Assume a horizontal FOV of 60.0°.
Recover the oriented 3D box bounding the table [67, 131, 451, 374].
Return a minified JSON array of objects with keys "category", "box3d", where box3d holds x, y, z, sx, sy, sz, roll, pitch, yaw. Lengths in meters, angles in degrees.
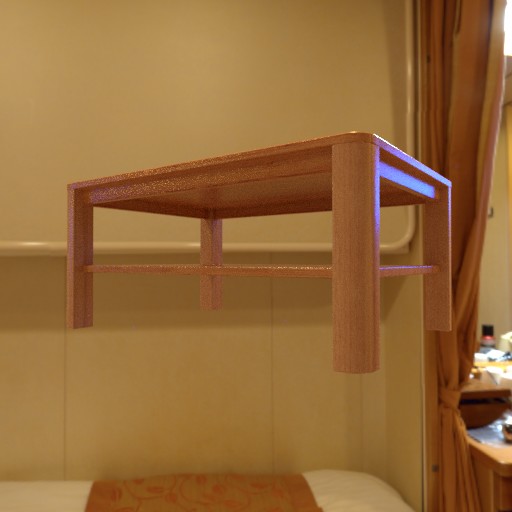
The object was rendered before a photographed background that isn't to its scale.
[{"category":"table","box3d":[0.000,0.000,1.369,0.997,0.445,0.696,0,-1,36]}]
